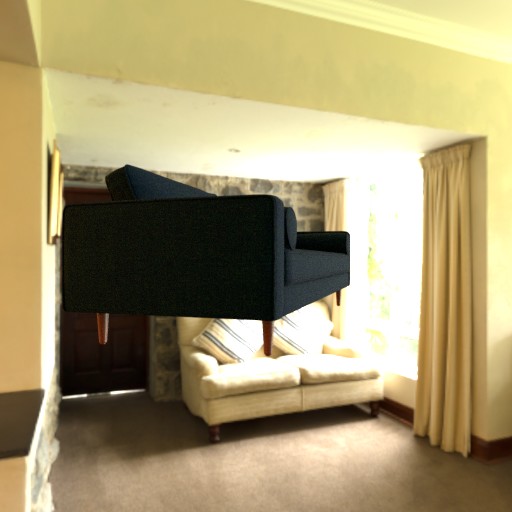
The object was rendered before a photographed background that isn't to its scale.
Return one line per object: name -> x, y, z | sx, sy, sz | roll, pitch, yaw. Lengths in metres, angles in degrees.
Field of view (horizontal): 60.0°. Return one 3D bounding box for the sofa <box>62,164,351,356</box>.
sofa -> 0.000, 0.000, 2.663 | 0.914, 0.762, 2.210 | 0, 0, 18
